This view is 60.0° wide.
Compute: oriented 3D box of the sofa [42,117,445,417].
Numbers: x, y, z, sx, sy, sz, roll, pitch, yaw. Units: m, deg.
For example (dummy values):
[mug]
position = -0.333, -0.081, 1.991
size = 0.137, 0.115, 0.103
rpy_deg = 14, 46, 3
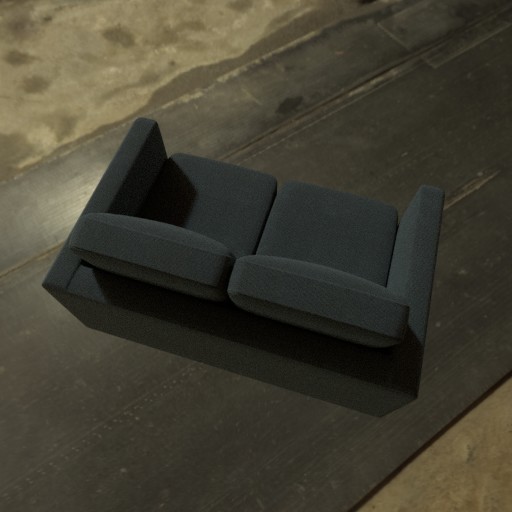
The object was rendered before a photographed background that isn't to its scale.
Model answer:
[sofa]
position = 0.000, 0.000, 2.115
size = 1.518, 0.930, 0.999
rpy_deg = 15, 64, 8
